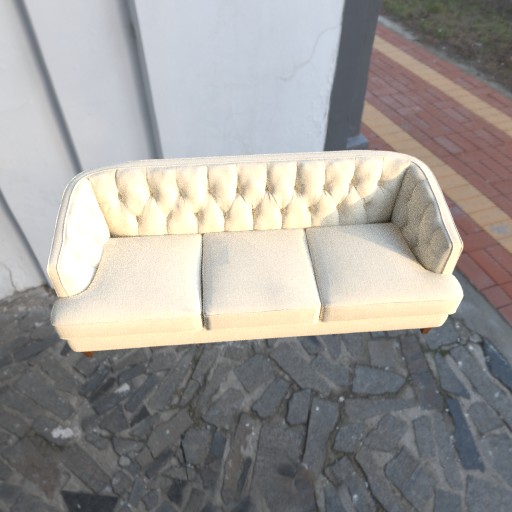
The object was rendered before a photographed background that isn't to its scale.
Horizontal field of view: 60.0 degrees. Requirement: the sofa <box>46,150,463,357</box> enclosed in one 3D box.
[{"bbox_3d":[0.000,0.000,2.725,2.278,0.855,0.941,-3,47,-3],"label":"sofa"}]
